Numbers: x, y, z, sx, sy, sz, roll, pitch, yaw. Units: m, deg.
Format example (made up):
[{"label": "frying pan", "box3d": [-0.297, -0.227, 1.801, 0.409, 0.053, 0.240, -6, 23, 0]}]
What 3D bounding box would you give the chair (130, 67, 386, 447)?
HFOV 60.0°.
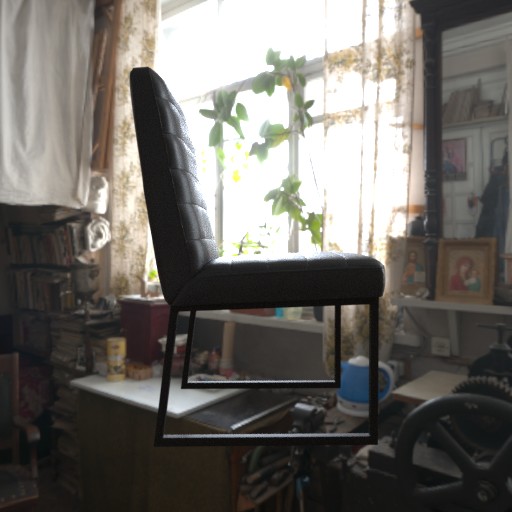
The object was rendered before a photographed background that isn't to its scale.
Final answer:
[{"label": "chair", "box3d": [0.000, 0.000, 1.316, 0.634, 0.930, 0.520, 0, 1, -1]}]
